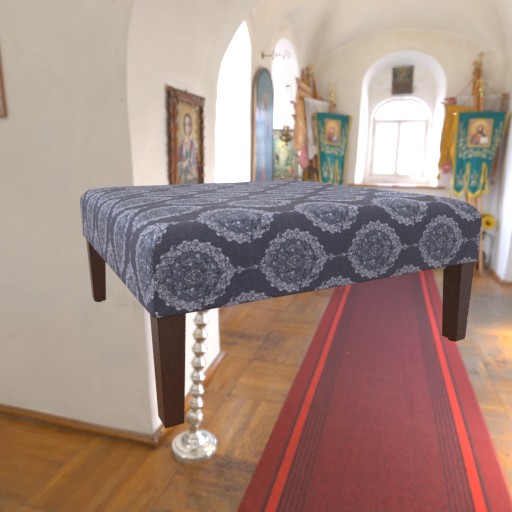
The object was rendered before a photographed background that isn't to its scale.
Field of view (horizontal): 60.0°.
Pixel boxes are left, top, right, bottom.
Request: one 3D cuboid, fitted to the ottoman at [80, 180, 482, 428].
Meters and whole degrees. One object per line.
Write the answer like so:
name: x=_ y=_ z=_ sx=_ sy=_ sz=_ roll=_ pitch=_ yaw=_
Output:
ottoman: x=0.000 y=0.000 z=1.368 sx=0.890 sy=0.409 sz=0.889 roll=-7 pitch=15 yaw=-28
